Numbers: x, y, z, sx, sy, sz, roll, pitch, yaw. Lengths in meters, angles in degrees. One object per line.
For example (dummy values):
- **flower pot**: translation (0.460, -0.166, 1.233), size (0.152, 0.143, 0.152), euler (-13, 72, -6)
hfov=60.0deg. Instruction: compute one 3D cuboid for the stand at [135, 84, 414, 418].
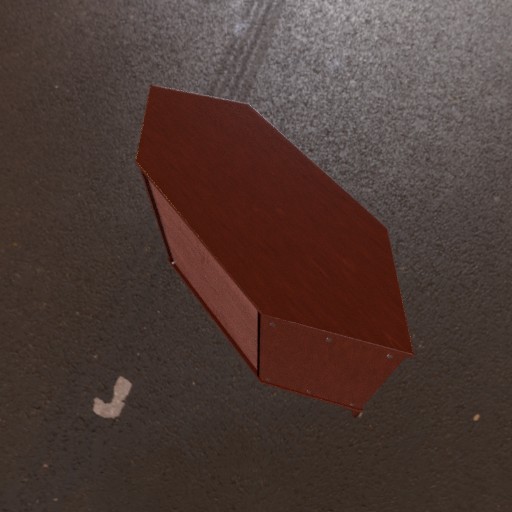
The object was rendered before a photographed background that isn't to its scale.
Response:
- **stand**: translation (0.000, 0.000, 1.391), size (0.381, 0.614, 1.072), euler (-33, 64, -18)
